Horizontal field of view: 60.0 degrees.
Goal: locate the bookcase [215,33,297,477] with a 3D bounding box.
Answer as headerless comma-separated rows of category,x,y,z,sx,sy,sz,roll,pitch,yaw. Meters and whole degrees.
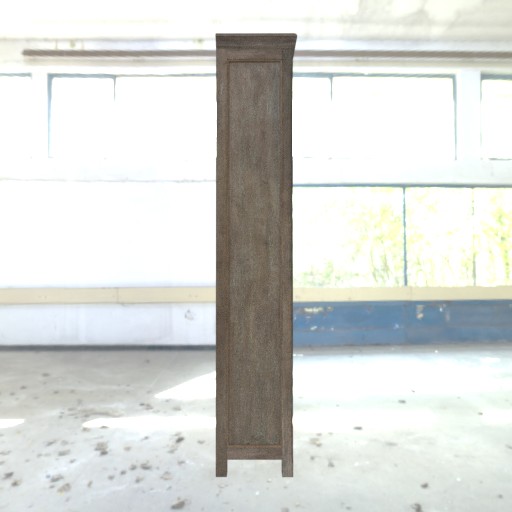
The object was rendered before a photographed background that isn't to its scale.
bookcase,0.000,0.000,2.310,0.348,1.880,0.906,0,-1,0
